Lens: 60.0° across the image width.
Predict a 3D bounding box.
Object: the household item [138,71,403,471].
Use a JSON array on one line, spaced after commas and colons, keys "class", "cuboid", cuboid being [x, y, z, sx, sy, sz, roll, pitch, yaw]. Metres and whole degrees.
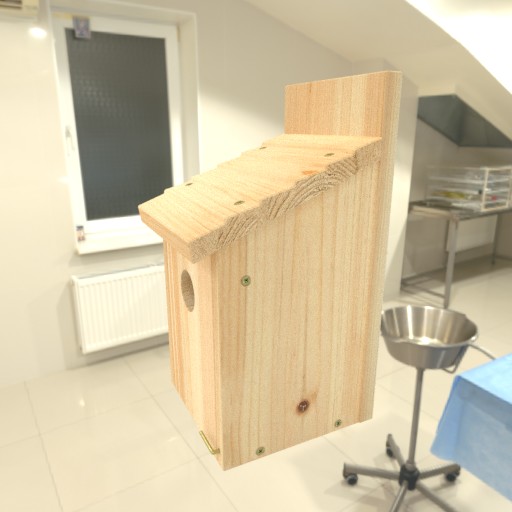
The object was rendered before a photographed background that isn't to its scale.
[{"class": "household item", "cuboid": [0.000, 0.000, 0.396, 0.171, 0.300, 0.149, -8, 18, -25]}]
